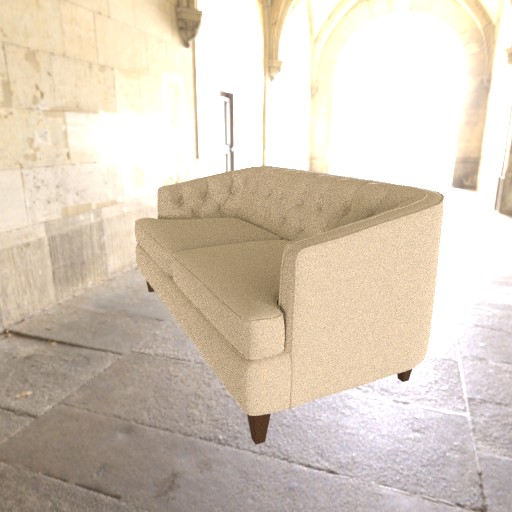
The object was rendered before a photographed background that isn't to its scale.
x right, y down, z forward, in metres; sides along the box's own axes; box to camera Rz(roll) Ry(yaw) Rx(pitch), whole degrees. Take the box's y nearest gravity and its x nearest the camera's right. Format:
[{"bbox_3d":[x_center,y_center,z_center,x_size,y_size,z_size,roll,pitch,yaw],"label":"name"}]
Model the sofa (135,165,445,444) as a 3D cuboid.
[{"bbox_3d":[0.000,0.000,2.222,0.941,0.855,1.733,-7,17,-24],"label":"sofa"}]
